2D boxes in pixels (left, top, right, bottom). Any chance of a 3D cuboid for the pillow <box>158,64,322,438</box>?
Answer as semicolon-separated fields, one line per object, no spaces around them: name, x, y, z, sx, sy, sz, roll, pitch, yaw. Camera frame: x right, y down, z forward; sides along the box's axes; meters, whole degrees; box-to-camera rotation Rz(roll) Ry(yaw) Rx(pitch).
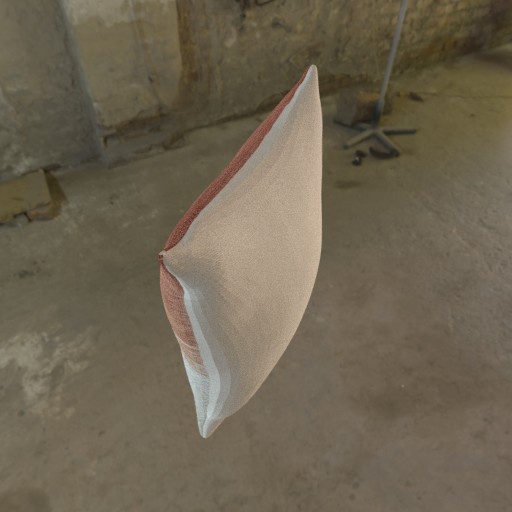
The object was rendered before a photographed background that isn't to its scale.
pillow;0.000;0.000;0.695;0.182;0.441;0.440;18;50;16
